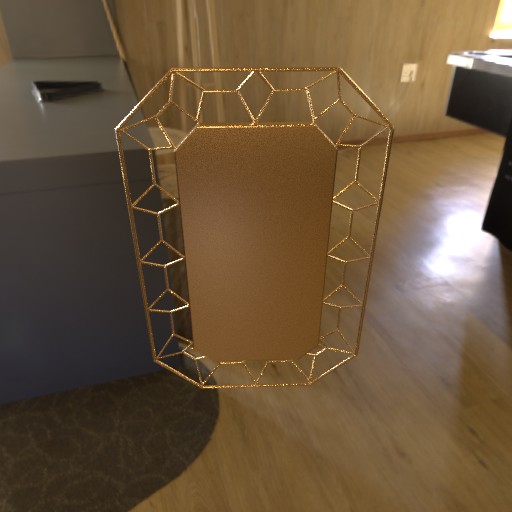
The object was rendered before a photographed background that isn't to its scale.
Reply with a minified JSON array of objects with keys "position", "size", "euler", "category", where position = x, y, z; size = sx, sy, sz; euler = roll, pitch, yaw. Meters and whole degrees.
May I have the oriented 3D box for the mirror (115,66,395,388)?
[{"position":[0.000,0.000,1.091],"size":[0.572,0.870,0.051],"euler":[-1,31,-2],"category":"mirror"}]
